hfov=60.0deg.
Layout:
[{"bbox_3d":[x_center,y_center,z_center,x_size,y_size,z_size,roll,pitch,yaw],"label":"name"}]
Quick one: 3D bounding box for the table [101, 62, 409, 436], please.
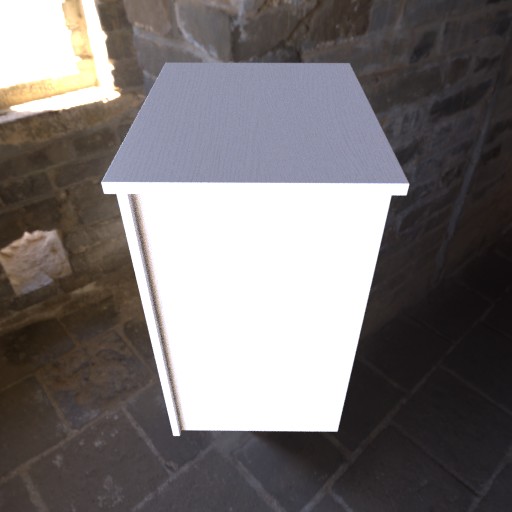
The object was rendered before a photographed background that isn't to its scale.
[{"bbox_3d":[0.000,0.000,0.932,0.381,0.635,0.480,0,40,0],"label":"table"}]
